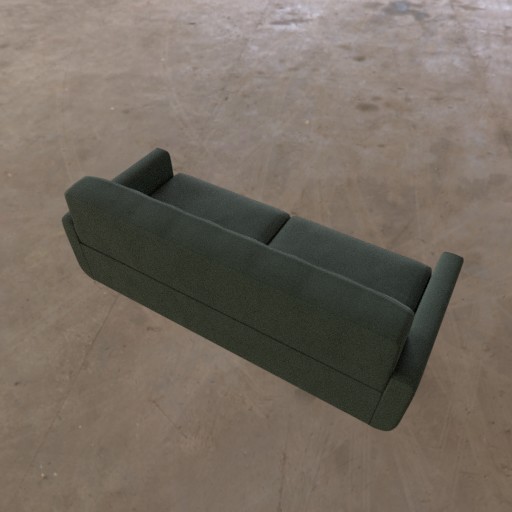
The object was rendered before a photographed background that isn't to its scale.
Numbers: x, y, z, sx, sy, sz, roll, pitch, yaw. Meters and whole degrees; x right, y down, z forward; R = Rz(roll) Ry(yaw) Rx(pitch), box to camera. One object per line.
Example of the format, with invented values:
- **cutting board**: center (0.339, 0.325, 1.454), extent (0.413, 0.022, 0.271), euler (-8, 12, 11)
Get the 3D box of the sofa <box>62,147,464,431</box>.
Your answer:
- **sofa**: center (0.000, 0.000, 2.506), extent (2.029, 0.841, 0.909), euler (23, 50, 21)
